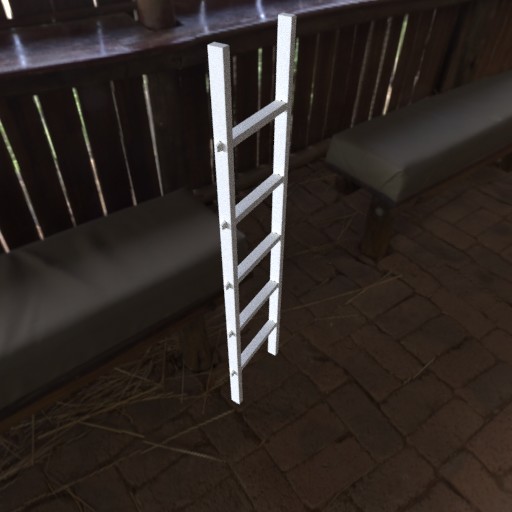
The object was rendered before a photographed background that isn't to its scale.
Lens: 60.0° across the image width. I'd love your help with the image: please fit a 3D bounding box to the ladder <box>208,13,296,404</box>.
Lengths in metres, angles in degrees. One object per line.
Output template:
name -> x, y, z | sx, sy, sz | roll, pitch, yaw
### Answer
ladder -> 0.000, 0.000, 1.905 | 0.051, 1.797, 0.452 | 23, 47, 24
